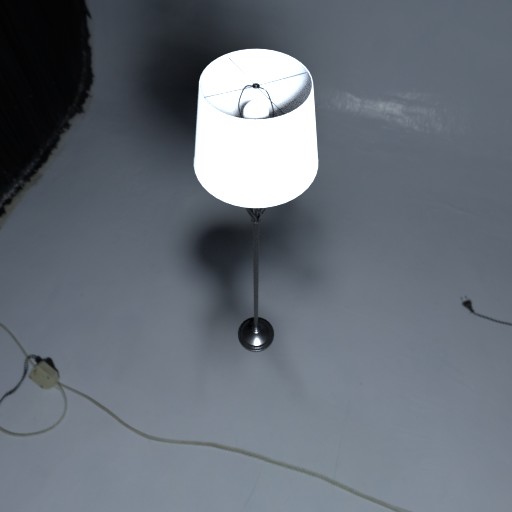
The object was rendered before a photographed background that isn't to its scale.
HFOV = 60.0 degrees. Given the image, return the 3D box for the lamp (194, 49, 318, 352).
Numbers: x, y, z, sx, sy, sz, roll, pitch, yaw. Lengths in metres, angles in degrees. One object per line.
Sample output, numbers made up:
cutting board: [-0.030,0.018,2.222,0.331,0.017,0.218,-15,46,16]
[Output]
lamp: [0.000,0.000,1.808,0.379,1.623,0.379,0,57,0]
